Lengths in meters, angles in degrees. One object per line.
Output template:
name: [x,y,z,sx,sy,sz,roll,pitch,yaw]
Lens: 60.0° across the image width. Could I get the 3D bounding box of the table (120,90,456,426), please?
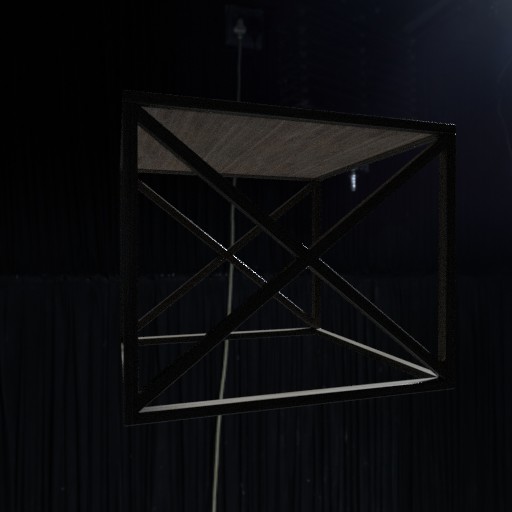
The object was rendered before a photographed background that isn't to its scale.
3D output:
table: [0.000,0.000,1.049,0.611,0.507,0.609,0,1,-18]
